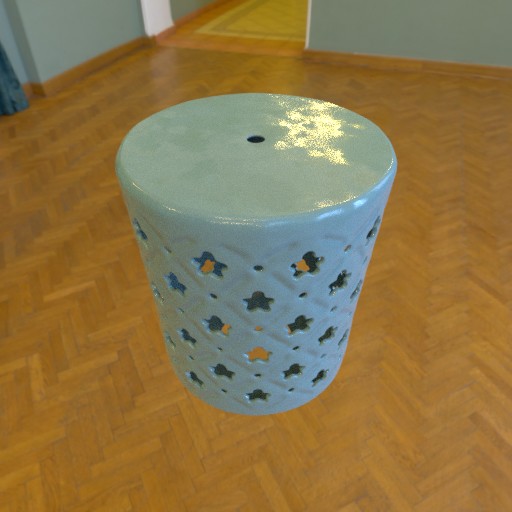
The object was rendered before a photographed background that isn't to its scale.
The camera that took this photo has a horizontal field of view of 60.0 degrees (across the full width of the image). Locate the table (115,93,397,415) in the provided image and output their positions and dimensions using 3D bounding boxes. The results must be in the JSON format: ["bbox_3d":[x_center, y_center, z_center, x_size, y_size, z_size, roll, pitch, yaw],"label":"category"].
[{"bbox_3d":[0.000,0.000,0.683,0.352,0.387,0.352,0,40,0],"label":"table"}]
